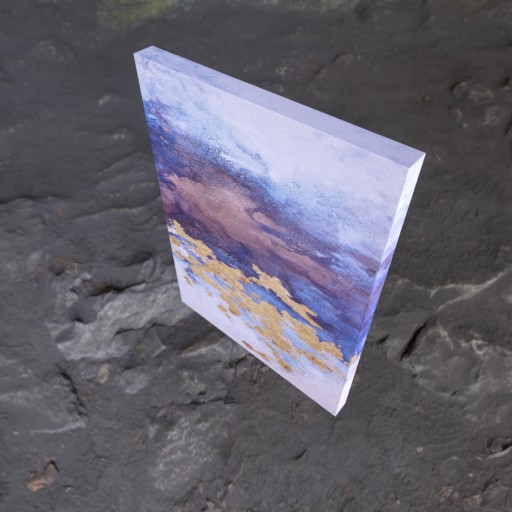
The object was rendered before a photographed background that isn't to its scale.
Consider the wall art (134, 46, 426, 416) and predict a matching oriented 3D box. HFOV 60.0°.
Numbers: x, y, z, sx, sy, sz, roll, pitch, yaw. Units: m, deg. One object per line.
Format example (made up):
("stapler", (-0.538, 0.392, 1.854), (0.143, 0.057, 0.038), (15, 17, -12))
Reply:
("wall art", (0.000, 0.000, 0.762), (0.437, 0.581, 0.036), (32, 54, 27))
